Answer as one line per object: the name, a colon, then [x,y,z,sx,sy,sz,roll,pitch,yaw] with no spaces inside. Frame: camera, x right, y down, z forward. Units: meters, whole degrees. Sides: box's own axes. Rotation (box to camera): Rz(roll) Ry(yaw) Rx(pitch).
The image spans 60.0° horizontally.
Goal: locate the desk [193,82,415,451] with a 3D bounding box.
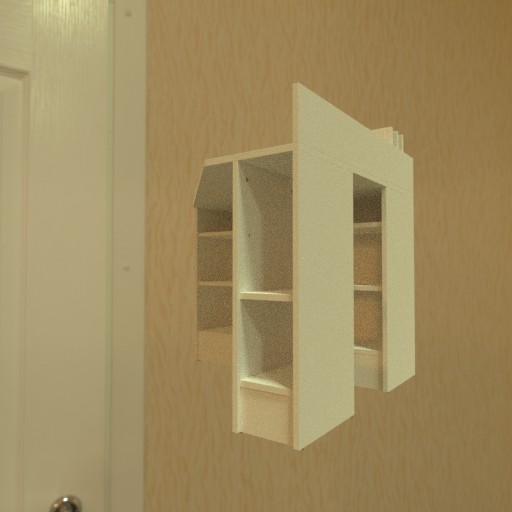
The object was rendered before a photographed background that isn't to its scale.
desk: [0.000,0.000,1.737,0.940,0.986,0.940,-1,-2,36]
